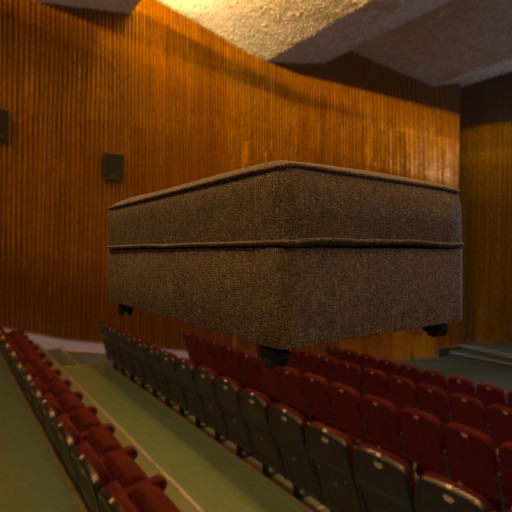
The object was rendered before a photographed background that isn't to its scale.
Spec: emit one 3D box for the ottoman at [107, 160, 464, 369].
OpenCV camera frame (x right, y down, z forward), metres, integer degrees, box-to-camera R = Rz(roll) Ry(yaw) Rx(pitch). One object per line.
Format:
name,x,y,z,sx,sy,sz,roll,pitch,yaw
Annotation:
ottoman,0.000,0.000,1.575,0.717,0.487,1.184,0,1,-36
